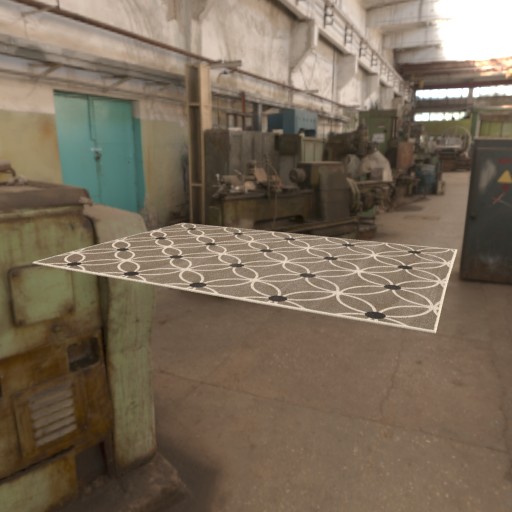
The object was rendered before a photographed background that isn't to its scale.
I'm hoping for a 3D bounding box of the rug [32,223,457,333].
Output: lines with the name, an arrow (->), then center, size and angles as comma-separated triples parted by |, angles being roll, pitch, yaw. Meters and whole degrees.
rug -> 0.000, 0.000, 2.835 | 2.284, 0.008, 1.522 | 7, 16, 26
